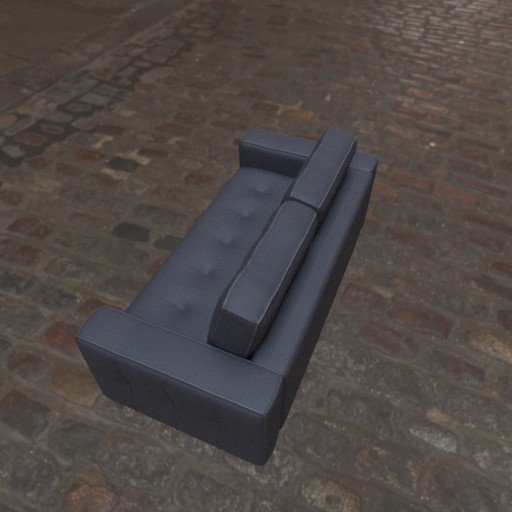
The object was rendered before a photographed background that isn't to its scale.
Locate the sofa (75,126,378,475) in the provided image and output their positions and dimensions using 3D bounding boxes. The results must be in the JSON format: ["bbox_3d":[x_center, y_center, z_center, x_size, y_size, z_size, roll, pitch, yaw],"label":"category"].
[{"bbox_3d":[0.000,0.000,2.257,0.833,0.893,1.726,17,49,16],"label":"sofa"}]
